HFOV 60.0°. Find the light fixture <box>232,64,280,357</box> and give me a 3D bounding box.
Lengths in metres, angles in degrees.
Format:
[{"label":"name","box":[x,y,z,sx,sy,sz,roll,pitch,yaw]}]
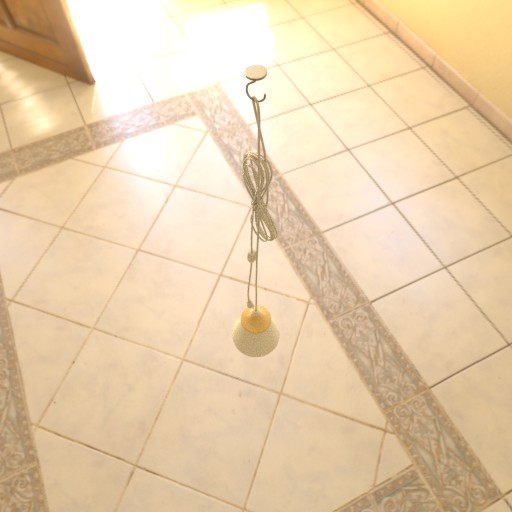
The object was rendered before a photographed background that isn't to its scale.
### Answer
[{"label":"light fixture","box":[0.000,0.000,1.019,0.153,0.966,0.153,-31,63,-18]}]
